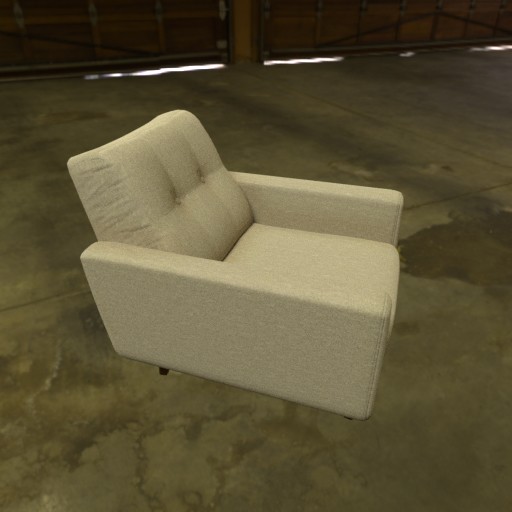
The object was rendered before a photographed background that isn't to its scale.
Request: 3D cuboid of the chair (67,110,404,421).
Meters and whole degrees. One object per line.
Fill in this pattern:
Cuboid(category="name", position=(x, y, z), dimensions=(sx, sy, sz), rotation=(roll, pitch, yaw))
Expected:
Cuboid(category="chair", position=(0.000, 0.000, 1.798), dimensions=(1.128, 0.965, 0.897), rotation=(10, 33, 16))
